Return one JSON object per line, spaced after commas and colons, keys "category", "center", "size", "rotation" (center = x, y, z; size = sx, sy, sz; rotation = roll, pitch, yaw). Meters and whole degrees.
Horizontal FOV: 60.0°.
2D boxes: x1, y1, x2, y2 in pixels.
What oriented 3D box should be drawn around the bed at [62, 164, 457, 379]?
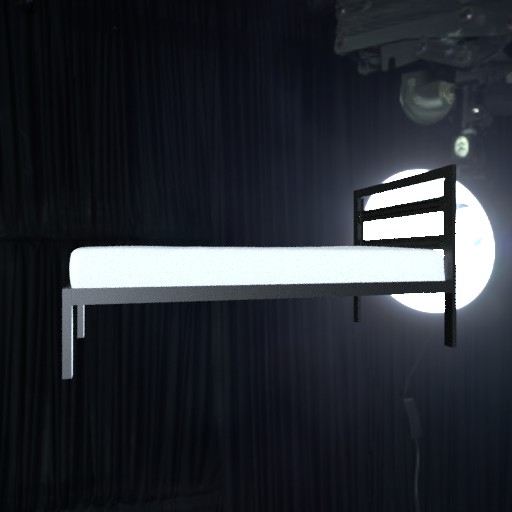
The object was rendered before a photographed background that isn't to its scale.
{"category": "bed", "center": [0.000, 0.000, 2.512], "size": [1.930, 0.967, 0.991], "rotation": [0, 0, -19]}
